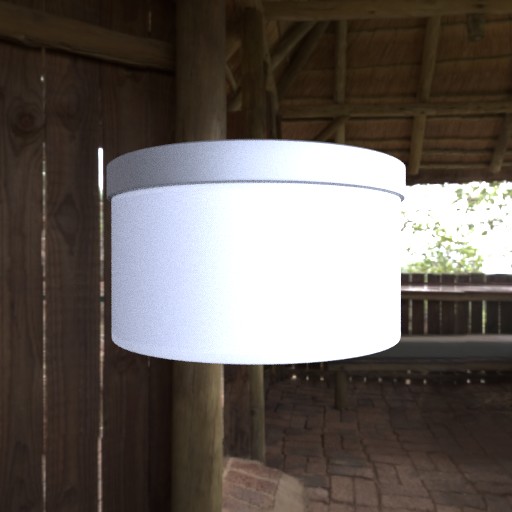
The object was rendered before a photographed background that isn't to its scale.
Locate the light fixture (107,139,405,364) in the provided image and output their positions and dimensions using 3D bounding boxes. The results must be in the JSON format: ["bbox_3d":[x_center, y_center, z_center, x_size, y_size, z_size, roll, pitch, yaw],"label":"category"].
[{"bbox_3d":[0.000,0.000,0.616,0.393,0.229,0.393,0,0,0],"label":"light fixture"}]
